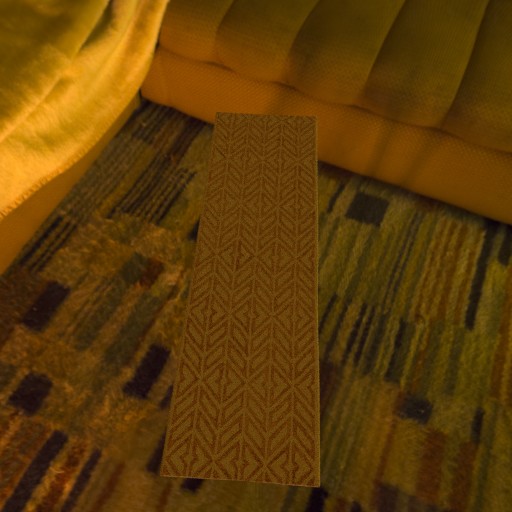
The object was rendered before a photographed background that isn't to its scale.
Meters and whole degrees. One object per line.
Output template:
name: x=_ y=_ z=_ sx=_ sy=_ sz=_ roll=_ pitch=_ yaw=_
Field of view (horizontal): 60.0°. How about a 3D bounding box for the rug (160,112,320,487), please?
rug: x=0.000 y=0.000 z=2.676 sx=0.750 sy=0.009 sz=2.435 roll=3 pitch=60 yaw=2
